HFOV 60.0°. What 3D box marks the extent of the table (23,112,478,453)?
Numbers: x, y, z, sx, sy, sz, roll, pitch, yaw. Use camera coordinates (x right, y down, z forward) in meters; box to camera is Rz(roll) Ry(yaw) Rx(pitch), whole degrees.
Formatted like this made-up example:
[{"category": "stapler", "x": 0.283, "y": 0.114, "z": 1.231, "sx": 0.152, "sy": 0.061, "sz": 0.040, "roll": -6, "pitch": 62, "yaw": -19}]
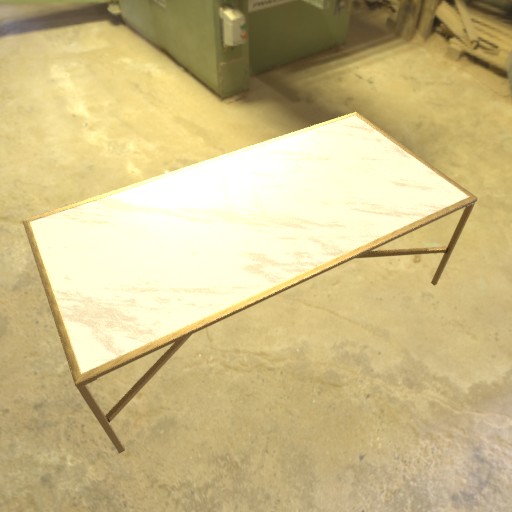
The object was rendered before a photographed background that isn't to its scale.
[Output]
[{"category": "table", "x": 0.000, "y": 0.000, "z": 1.436, "sx": 1.197, "sy": 0.405, "sz": 0.577, "roll": -23, "pitch": 51, "yaw": -20}]
